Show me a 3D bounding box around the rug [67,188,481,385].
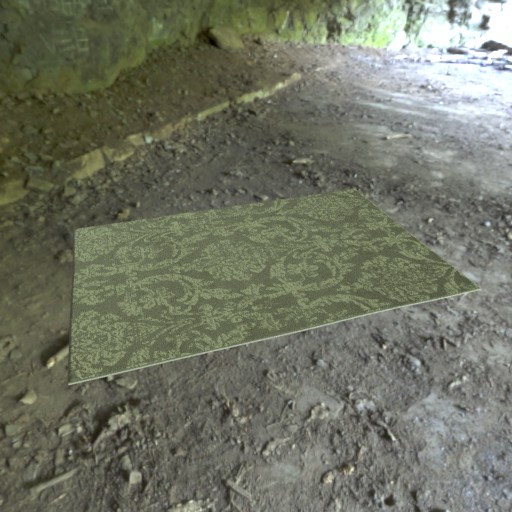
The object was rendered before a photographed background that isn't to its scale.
[{"bbox_3d":[0.000,0.000,2.314,1.824,0.012,1.206,-10,34,-15],"label":"rug"}]
